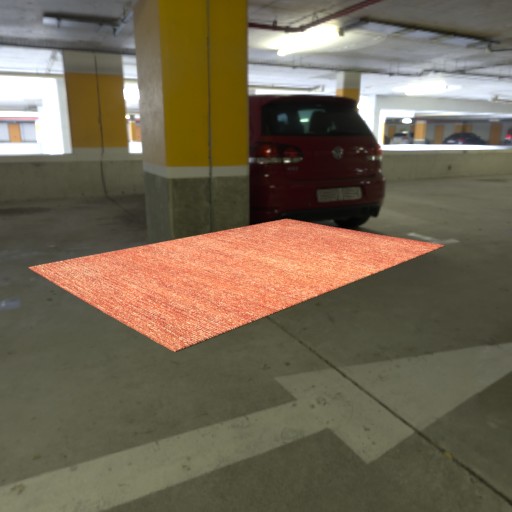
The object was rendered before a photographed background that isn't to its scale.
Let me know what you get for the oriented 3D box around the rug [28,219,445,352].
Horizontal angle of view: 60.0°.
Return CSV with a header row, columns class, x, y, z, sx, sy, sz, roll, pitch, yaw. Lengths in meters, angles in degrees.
class,x,y,z,sx,sy,sz,roll,pitch,yaw
rug,0.000,0.000,2.187,1.747,0.011,1.139,-14,21,-43
